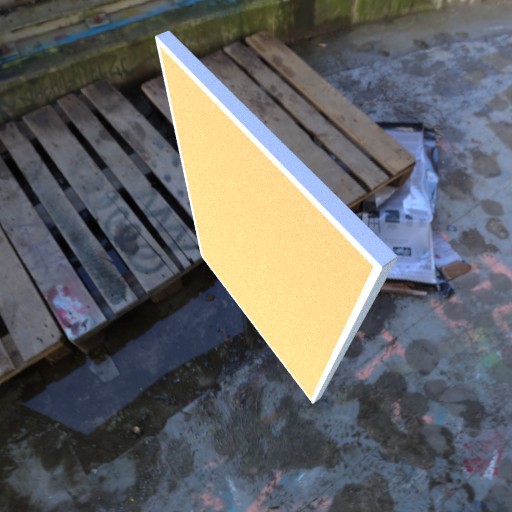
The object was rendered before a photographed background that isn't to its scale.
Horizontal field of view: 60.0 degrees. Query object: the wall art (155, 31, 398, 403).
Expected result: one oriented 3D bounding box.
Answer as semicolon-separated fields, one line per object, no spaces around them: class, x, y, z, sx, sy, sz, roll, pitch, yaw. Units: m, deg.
wall art;0.000;0.000;1.590;0.046;1.221;0.914;-32;65;-17
